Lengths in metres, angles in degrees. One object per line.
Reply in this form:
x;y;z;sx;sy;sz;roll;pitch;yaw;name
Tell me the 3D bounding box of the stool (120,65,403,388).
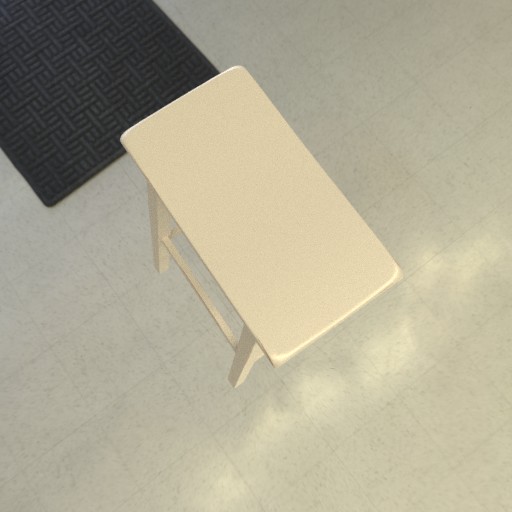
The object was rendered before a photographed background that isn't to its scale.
0.000;0.000;1.045;0.476;0.737;0.457;-34;79;-7;stool
